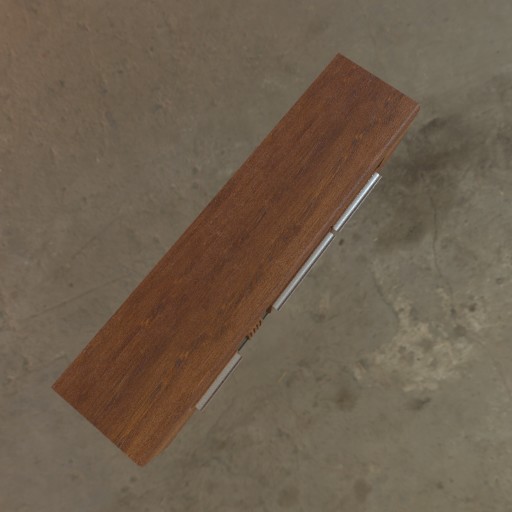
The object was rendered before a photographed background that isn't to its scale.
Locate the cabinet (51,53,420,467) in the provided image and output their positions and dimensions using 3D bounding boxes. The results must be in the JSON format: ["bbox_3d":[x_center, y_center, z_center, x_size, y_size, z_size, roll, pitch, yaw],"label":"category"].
[{"bbox_3d":[0.000,0.000,1.794,0.419,0.510,1.600,37,78,9],"label":"cabinet"}]
